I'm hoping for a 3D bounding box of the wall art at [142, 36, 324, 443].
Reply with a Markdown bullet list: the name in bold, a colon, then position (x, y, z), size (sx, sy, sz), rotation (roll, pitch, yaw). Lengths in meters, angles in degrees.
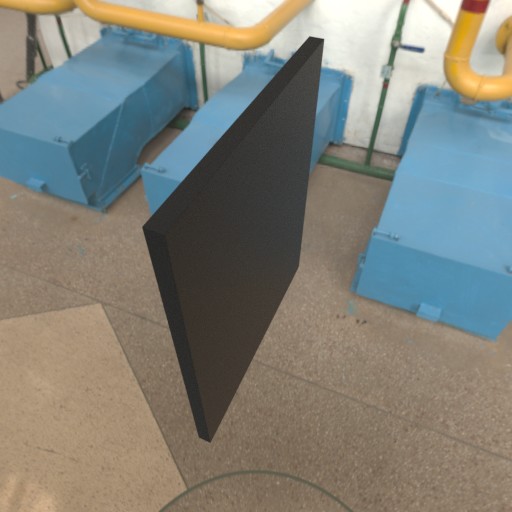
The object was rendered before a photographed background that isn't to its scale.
- **wall art**: position (0.000, 0.000, 0.695), size (0.023, 0.505, 0.428), rotation (19, 51, 16)
